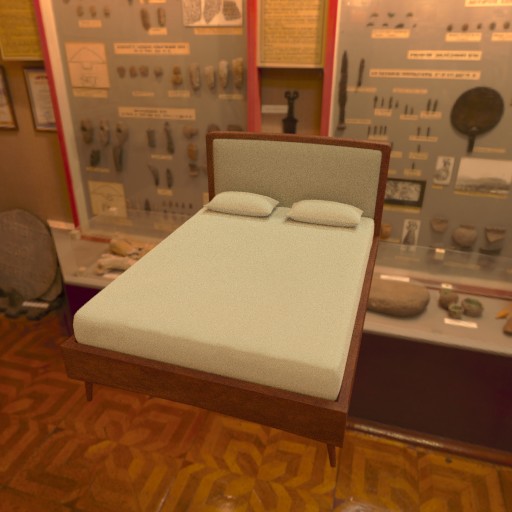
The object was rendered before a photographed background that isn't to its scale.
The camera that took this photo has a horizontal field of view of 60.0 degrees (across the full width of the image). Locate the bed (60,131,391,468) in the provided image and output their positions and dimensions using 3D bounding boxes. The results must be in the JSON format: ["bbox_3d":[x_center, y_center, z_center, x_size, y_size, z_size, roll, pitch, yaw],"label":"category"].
[{"bbox_3d":[0.000,0.000,3.116,1.587,1.275,2.196,8,28,16],"label":"bed"}]
